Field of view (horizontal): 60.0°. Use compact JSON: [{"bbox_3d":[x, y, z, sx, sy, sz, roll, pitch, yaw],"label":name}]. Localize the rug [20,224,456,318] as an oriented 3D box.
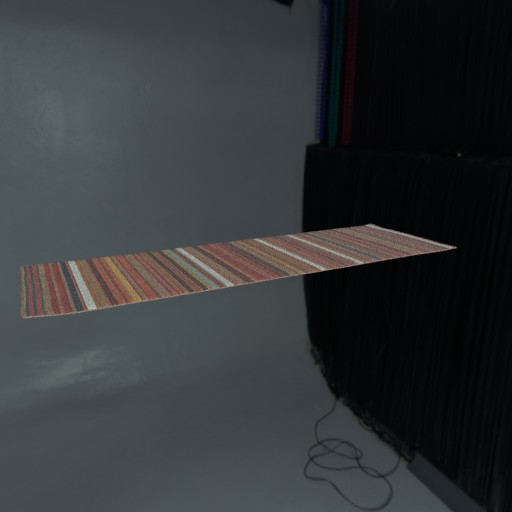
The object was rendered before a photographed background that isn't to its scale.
[{"bbox_3d":[0.000,0.000,2.579,2.444,0.030,0.799,-8,18,-27],"label":"rug"}]
